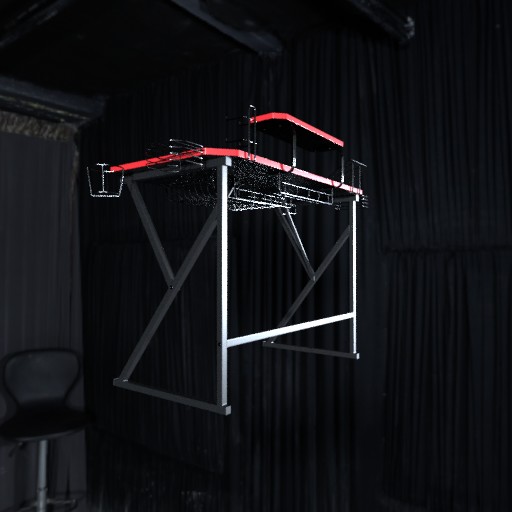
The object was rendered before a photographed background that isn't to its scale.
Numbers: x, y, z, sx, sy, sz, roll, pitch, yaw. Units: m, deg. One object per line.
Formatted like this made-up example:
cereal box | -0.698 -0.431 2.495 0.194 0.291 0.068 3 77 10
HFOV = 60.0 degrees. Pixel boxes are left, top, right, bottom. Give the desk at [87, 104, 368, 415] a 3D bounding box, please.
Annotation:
desk | 0.000 0.000 1.764 0.588 0.913 1.280 -1 -1 36
